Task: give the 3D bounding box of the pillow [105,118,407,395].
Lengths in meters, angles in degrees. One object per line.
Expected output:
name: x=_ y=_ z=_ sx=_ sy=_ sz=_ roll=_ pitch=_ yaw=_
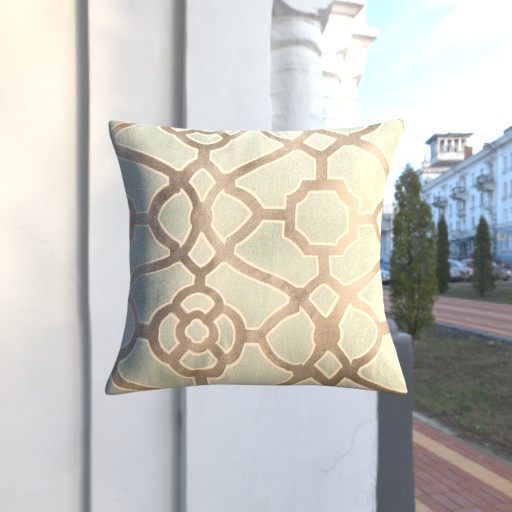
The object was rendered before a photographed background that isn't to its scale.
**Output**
pillow: x=0.000 y=0.000 z=0.817 sx=0.552 sy=0.508 sz=0.166 roll=0 pitch=-1 yaw=0
